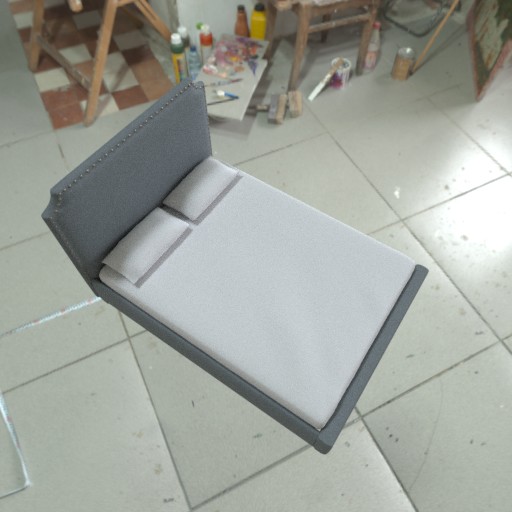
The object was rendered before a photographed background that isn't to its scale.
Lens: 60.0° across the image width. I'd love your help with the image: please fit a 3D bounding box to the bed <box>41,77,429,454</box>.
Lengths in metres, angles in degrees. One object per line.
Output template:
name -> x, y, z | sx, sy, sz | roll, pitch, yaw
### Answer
bed -> 0.000, 0.000, 3.463 | 2.372, 1.443, 1.712 | 30, 63, 17
